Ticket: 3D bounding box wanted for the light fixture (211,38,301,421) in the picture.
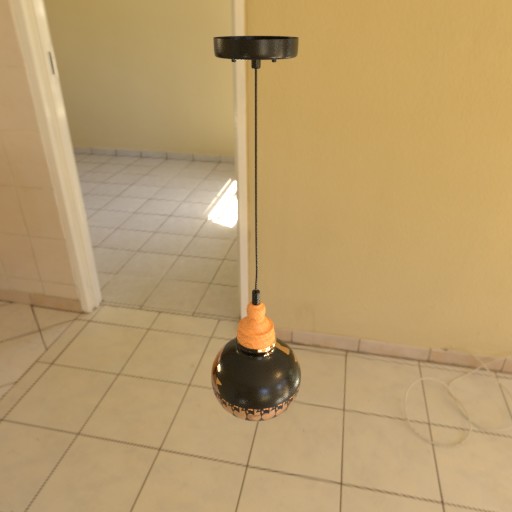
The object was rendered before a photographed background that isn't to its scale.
[{"bbox_3d":[0.000,0.000,1.815,0.430,1.606,0.430,1,29,2],"label":"light fixture"}]
